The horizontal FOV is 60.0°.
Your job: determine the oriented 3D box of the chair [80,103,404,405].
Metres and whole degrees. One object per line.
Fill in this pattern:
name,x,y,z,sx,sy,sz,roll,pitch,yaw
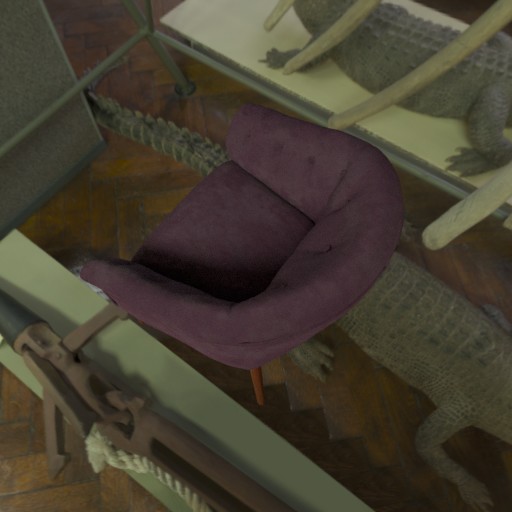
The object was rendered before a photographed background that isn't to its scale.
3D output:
chair,0.000,0.000,1.512,0.776,0.885,0.851,33,68,15
